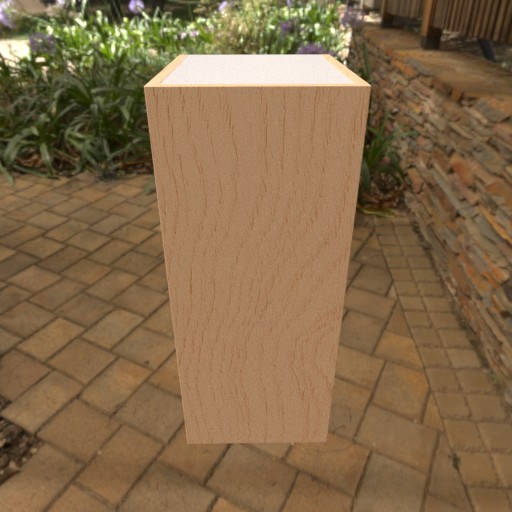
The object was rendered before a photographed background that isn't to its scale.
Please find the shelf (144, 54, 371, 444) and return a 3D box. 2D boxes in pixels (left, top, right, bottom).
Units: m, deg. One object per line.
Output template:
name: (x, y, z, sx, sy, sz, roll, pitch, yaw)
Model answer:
shelf: (0.000, 0.000, 0.759, 0.250, 0.600, 0.290, 0, 31, -1)
